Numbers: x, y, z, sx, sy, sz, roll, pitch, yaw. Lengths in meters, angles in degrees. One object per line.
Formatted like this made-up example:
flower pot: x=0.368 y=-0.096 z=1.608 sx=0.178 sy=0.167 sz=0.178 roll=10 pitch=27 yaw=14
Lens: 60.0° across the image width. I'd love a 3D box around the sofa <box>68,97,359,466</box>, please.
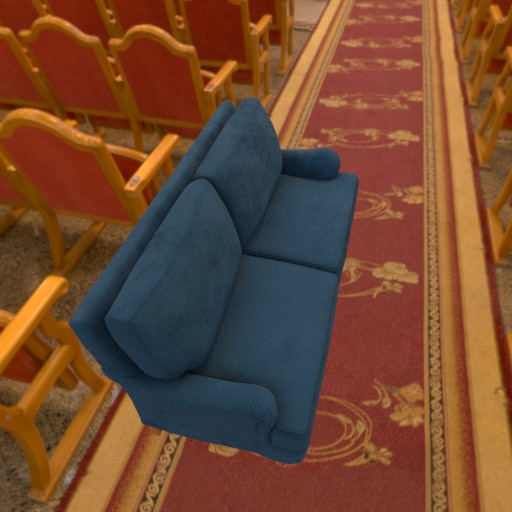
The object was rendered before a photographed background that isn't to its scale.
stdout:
sofa: x=0.000 y=0.000 z=2.756 sx=1.084 sy=1.101 sz=2.141 roll=11 pitch=47 yaw=11
